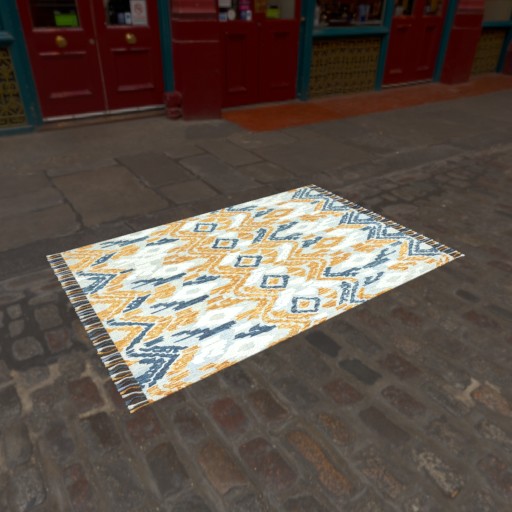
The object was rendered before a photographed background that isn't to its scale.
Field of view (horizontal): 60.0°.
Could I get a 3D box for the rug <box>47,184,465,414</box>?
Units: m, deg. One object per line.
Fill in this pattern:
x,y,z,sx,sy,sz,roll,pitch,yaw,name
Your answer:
0.000,0.000,2.323,1.827,0.008,1.230,-19,35,-29,rug
